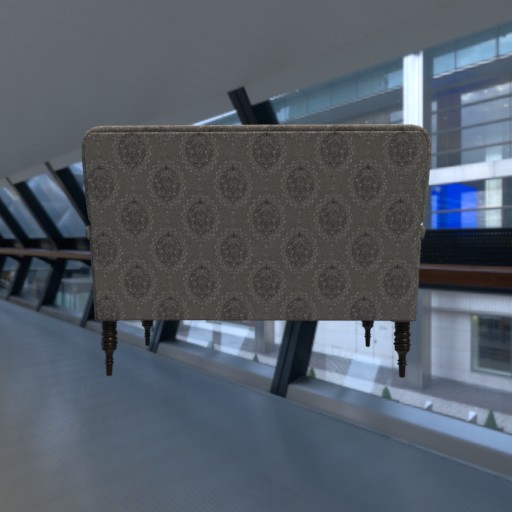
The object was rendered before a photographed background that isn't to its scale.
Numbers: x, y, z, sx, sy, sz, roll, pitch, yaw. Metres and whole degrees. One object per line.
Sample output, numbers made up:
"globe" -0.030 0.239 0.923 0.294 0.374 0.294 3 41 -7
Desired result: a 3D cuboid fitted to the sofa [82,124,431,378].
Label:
"sofa" 0.000 0.000 1.870 1.297 0.889 0.779 0 0 1
